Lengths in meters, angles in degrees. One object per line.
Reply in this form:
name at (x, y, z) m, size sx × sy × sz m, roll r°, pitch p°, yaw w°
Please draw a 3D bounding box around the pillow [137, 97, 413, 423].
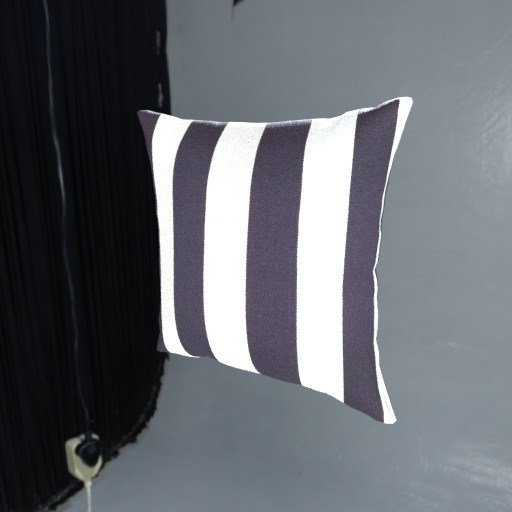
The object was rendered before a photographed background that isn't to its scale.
pillow at (0.000, 0.000, 0.807) m, size 0.536 × 0.526 × 0.189 m, roll 8°, pitch 16°, yaw 27°
